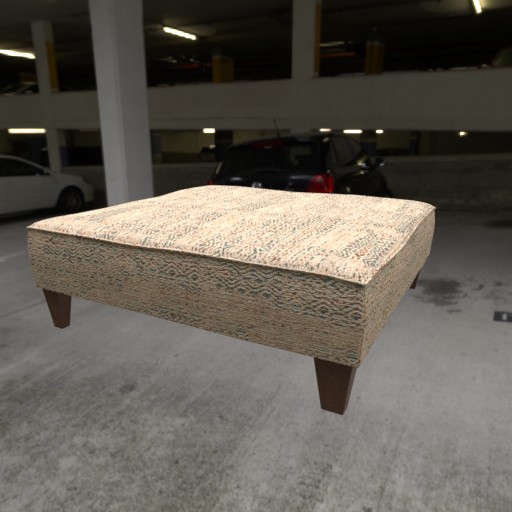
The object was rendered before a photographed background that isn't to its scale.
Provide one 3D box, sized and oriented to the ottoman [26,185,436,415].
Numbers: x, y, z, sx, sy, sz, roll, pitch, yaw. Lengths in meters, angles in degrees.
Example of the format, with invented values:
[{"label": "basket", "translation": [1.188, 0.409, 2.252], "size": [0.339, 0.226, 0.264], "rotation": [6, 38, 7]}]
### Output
[{"label": "ottoman", "translation": [0.000, 0.000, 1.492], "size": [1.004, 0.356, 0.968], "rotation": [9, 18, 27]}]
